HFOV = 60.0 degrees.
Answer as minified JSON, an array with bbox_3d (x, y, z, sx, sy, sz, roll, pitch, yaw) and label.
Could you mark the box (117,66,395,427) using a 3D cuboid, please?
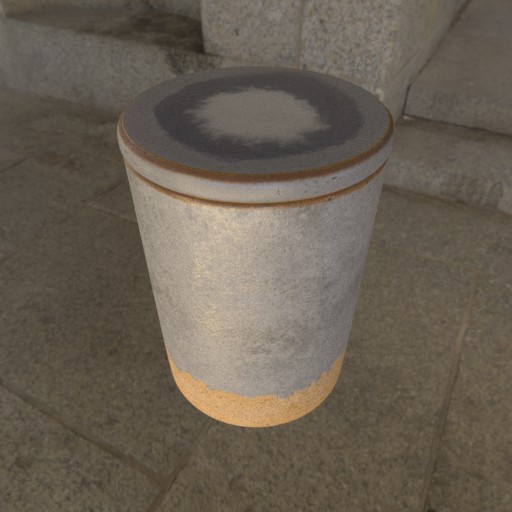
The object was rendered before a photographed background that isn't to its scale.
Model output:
[{"bbox_3d":[0.000,0.000,0.245,0.118,0.168,0.118,0,41,0],"label":"box"}]
